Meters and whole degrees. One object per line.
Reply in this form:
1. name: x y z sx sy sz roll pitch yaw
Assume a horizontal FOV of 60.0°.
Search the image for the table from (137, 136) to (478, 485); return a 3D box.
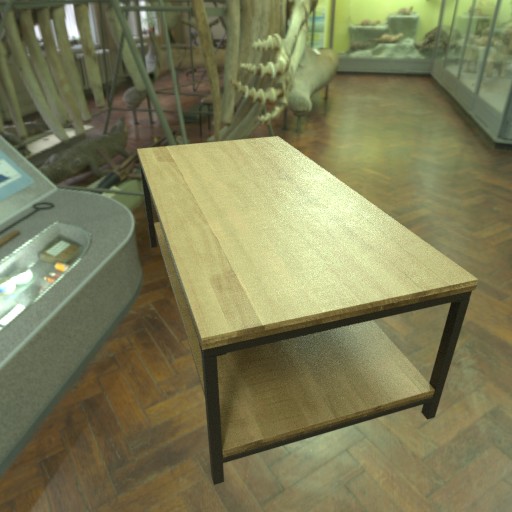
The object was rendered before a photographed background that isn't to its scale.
1. table: 0.000 0.000 1.342 0.551 0.399 1.100 -9 31 -16
